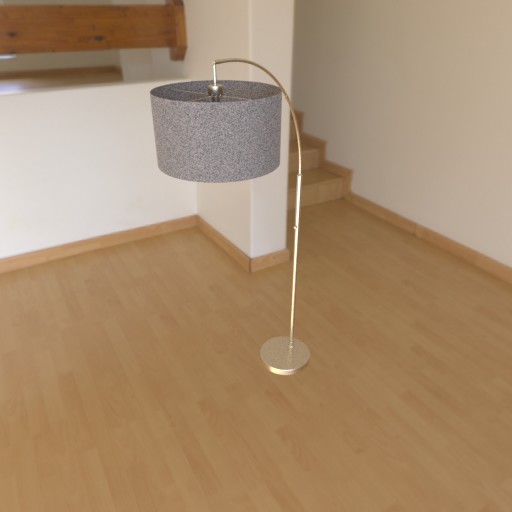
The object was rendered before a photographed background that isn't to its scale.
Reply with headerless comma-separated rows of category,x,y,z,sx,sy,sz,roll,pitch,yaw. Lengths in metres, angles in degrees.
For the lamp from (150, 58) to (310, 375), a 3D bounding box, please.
lamp,0.000,0.000,2.086,0.452,1.735,0.934,19,35,29
